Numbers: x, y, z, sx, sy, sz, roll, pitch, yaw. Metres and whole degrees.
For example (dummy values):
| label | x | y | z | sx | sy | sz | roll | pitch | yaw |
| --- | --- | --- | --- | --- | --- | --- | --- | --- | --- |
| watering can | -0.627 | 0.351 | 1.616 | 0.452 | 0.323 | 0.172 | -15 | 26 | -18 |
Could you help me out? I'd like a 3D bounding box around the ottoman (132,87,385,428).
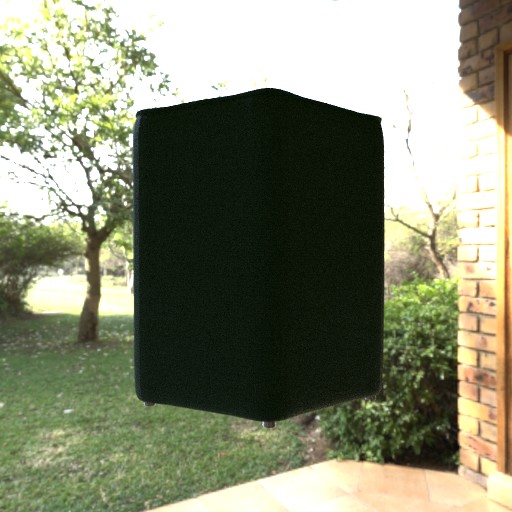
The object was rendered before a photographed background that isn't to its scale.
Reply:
| label | x | y | z | sx | sy | sz | roll | pitch | yaw |
| --- | --- | --- | --- | --- | --- | --- | --- | --- | --- |
| ottoman | 0.000 | 0.000 | 0.883 | 0.499 | 0.507 | 0.444 | 0 | 0 | -35 |
